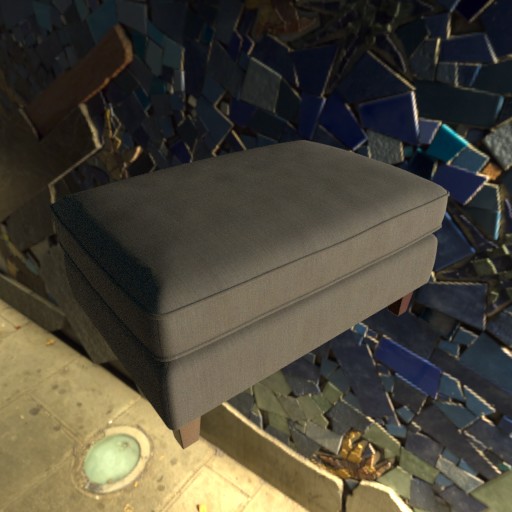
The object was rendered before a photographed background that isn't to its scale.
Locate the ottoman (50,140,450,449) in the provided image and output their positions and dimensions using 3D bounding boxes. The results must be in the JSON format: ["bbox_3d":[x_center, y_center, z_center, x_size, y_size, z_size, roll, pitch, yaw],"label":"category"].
[{"bbox_3d":[0.000,0.000,1.295,0.941,0.480,0.636,-22,37,-32],"label":"ottoman"}]
